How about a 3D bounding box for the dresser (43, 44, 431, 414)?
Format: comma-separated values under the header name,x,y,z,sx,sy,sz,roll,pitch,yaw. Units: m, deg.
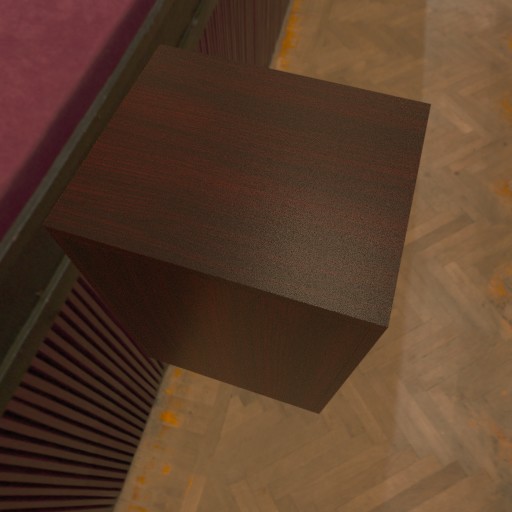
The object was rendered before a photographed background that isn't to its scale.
name,x,y,z,sx,sy,sz,roll,pitch,yaw
dresser,0.000,0.000,0.808,0.400,0.560,0.360,16,63,8
